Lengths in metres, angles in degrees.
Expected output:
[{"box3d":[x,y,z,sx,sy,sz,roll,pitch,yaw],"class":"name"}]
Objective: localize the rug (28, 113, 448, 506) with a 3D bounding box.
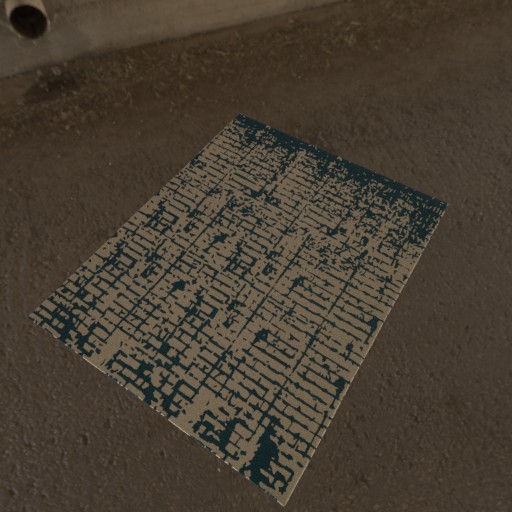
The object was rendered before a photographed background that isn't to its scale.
[{"box3d":[0.000,0.000,3.896,2.416,0.014,3.017,29,61,18],"class":"rug"}]
